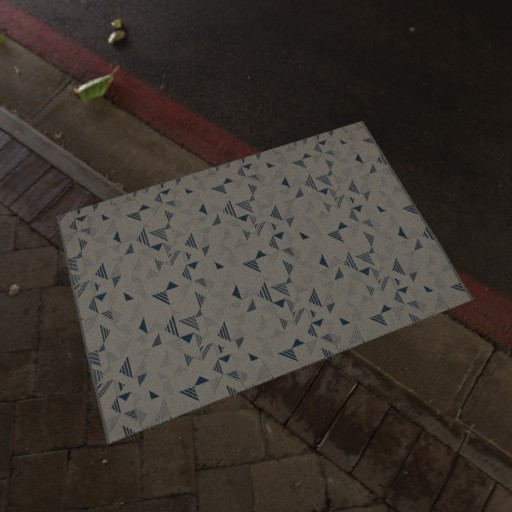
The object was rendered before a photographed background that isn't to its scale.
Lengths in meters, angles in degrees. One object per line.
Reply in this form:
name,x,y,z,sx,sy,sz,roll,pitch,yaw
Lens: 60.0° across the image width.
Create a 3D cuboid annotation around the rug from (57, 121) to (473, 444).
rug,0.000,0.000,2.277,1.835,0.003,1.206,-19,67,-9
